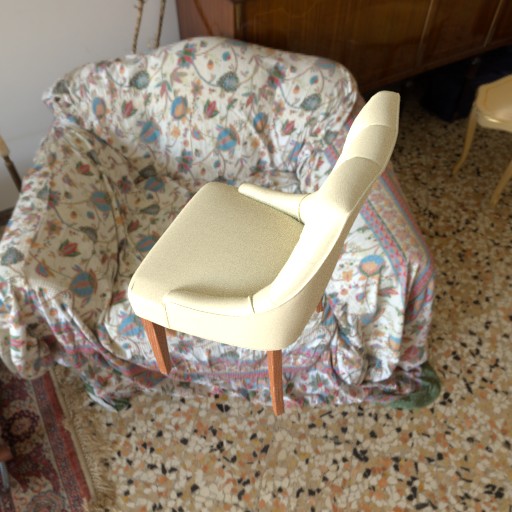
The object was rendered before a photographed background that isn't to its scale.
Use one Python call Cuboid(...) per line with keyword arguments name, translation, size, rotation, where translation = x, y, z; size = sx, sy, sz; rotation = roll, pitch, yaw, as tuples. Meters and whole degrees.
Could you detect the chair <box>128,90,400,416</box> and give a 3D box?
Cuboid(name="chair", translation=(0.000, 0.000, 1.228), size=(0.565, 0.874, 0.509), rotation=(17, 50, 15))
